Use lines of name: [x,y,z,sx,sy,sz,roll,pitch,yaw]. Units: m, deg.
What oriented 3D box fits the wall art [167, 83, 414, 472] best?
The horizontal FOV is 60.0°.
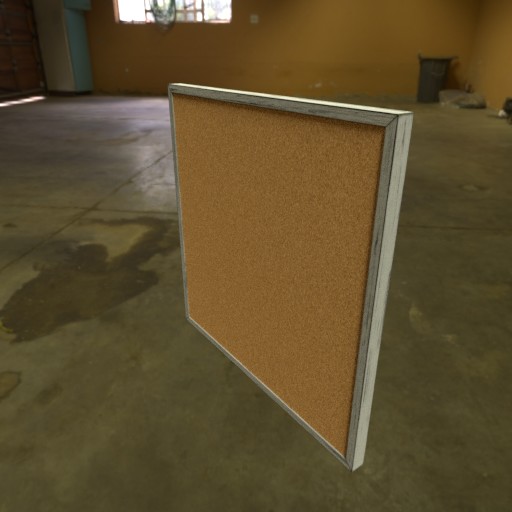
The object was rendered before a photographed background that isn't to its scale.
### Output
wall art: [0.000,0.000,1.104,0.037,0.761,0.761,-17,30,-33]
